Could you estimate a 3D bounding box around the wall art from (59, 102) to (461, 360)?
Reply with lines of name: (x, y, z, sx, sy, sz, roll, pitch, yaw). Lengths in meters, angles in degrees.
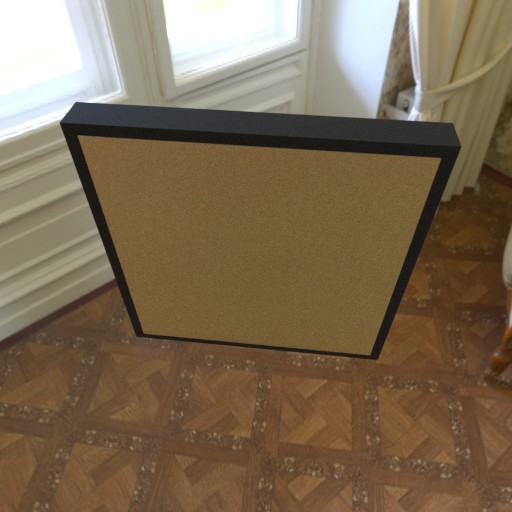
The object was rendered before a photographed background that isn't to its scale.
wall art: (0.000, 0.000, 0.456, 0.305, 0.304, 0.033, 5, 47, 4)
